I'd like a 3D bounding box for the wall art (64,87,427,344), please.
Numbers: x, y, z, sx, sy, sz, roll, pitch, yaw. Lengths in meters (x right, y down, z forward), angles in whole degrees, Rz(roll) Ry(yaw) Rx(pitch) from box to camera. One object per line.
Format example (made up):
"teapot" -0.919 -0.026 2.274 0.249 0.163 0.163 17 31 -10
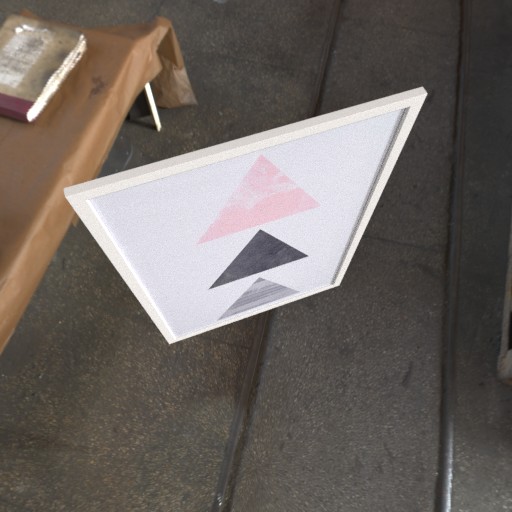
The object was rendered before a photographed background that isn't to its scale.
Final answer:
"wall art" 0.000 0.000 0.825 0.456 0.656 0.013 -18 66 -8
